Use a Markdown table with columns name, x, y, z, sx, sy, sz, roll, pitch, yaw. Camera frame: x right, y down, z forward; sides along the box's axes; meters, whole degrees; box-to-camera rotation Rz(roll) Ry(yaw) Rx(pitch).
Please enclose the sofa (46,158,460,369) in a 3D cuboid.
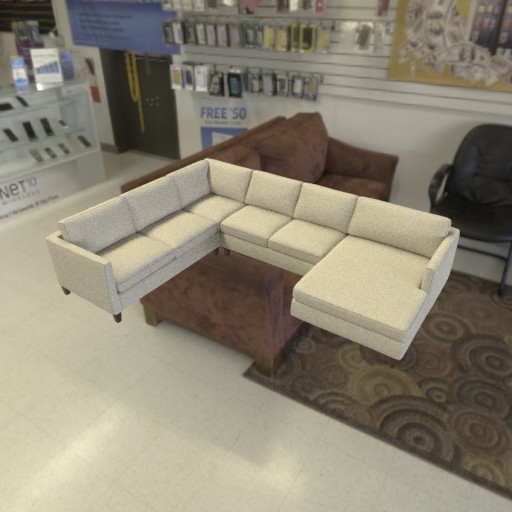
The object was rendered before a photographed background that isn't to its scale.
| name | x | y | z | sx | sy | sz | roll | pitch | yaw |
| --- | --- | --- | --- | --- | --- | --- | --- | --- | --- |
| sofa | 0.000 | 0.000 | 4.586 | 3.403 | 0.889 | 2.551 | 20 | 37 | 29 |
